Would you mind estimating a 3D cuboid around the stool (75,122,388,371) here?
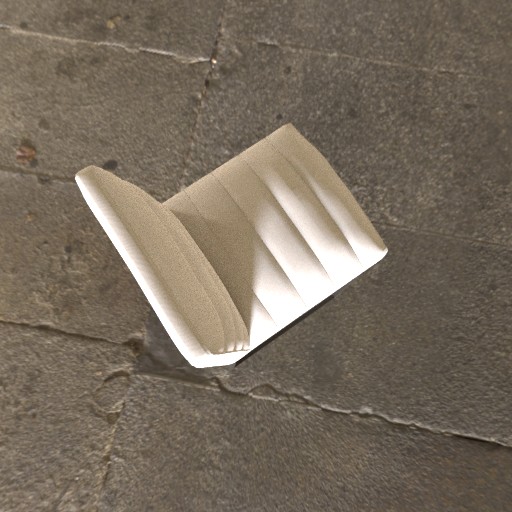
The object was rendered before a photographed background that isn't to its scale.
[{"bbox_3d":[0.000,0.000,1.346,0.573,1.061,0.464,-33,78,-8],"label":"stool"}]
